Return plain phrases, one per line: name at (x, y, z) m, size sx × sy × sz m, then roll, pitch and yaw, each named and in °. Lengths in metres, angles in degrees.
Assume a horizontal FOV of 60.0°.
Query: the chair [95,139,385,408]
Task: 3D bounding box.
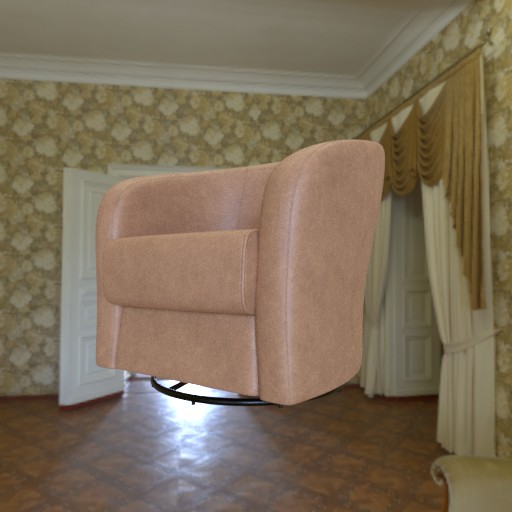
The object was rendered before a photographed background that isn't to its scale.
chair at (0.000, 0.000, 1.419) m, size 0.791 × 0.771 × 0.815 m, roll -1°, pitch -2°, yaw 36°
